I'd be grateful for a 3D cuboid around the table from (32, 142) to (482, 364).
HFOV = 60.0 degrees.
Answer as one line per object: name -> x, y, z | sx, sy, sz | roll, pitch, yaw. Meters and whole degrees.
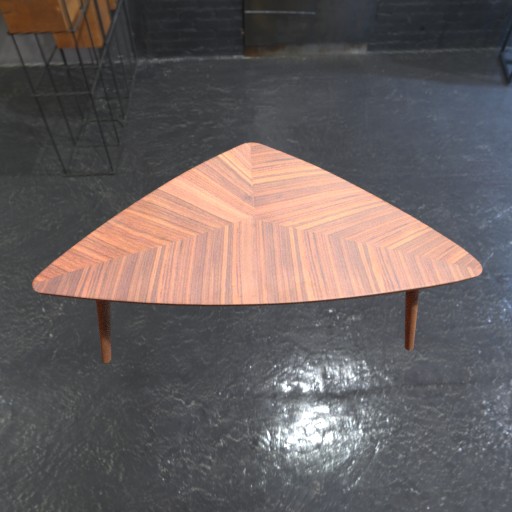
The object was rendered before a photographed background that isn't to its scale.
table -> 0.000, 0.000, 1.275 | 1.008, 0.365, 0.601 | -2, 48, -2
